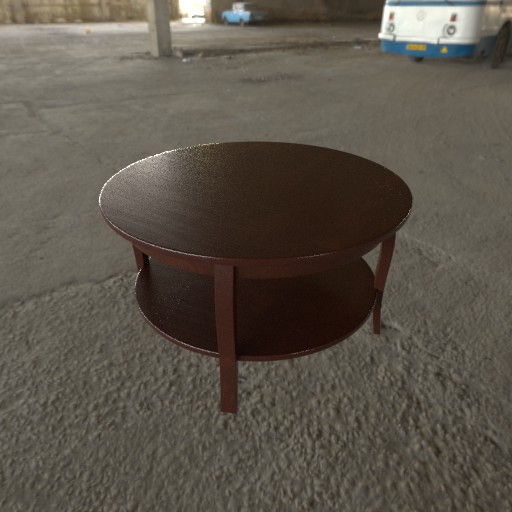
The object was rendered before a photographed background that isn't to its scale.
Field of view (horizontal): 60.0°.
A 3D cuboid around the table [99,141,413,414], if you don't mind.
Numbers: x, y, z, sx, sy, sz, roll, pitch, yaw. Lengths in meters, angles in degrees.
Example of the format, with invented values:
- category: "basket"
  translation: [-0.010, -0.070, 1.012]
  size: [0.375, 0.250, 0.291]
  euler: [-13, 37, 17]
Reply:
- category: "table"
  translation: [0.000, 0.000, 1.472]
  size: [0.911, 0.512, 0.911]
  euler: [0, 30, 0]
